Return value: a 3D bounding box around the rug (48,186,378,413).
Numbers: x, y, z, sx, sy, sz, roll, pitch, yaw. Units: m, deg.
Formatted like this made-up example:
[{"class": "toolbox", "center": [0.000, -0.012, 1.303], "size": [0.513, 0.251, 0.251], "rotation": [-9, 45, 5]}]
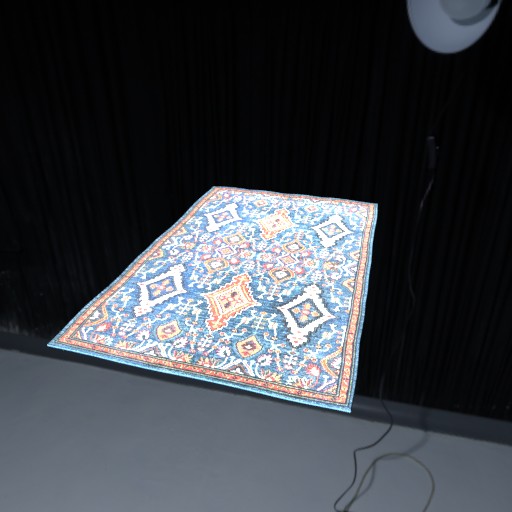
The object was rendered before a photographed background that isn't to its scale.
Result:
[{"class": "rug", "center": [0.000, 0.000, 2.367], "size": [1.195, 0.014, 1.847], "rotation": [8, 30, 14]}]
